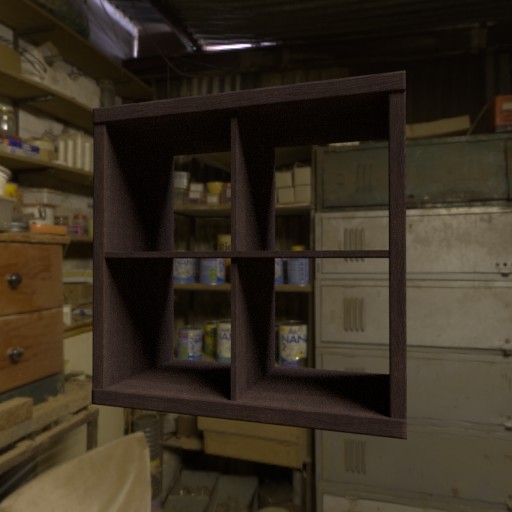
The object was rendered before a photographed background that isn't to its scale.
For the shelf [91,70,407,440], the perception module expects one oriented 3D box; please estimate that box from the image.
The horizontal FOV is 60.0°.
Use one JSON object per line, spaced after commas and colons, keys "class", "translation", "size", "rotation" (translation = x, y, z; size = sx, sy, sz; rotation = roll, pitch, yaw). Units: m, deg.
{"class": "shelf", "translation": [0.000, 0.000, 1.247], "size": [0.790, 0.786, 0.390], "rotation": [0, -1, 17]}
